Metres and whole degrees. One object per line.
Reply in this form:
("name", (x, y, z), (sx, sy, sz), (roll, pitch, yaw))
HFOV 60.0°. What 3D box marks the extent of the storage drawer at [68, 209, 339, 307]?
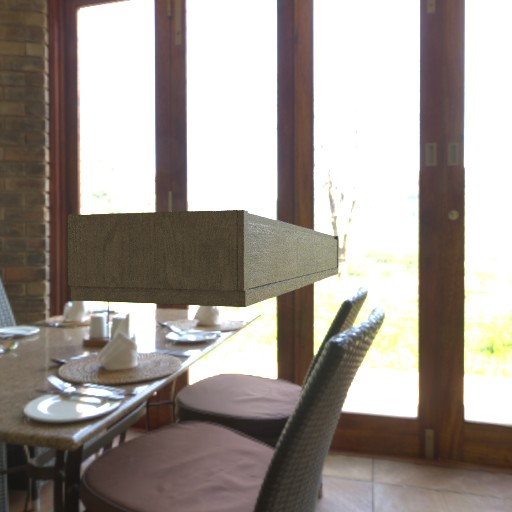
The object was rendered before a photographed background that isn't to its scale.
("storage drawer", (0.000, 0.000, 2.302), (0.591, 0.274, 2.072), (0, 0, 18))
